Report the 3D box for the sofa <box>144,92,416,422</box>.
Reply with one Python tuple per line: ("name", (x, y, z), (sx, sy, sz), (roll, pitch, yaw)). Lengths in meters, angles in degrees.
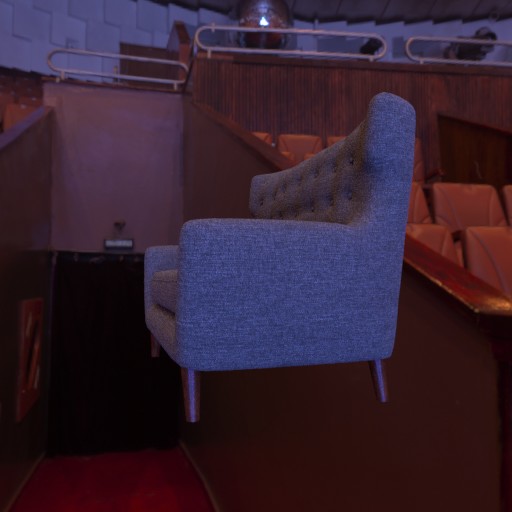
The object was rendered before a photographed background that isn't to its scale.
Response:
("sofa", (0.000, 0.000, 1.968), (0.874, 1.028, 1.358), (1, -3, -18))
